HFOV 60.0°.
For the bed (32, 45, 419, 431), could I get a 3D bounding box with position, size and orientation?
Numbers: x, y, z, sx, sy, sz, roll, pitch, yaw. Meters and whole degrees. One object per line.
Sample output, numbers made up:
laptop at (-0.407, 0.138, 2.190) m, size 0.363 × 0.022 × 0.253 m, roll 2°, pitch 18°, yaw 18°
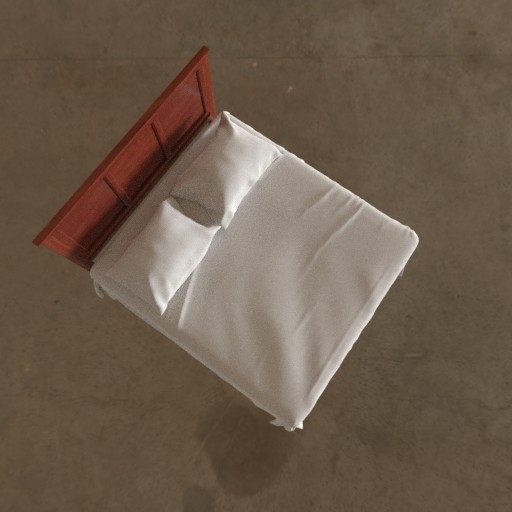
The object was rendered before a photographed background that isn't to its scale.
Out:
bed at (0.000, 0.000, 3.205) m, size 2.050 × 1.270 × 1.870 m, roll 35°, pitch 78°, yaw 8°
